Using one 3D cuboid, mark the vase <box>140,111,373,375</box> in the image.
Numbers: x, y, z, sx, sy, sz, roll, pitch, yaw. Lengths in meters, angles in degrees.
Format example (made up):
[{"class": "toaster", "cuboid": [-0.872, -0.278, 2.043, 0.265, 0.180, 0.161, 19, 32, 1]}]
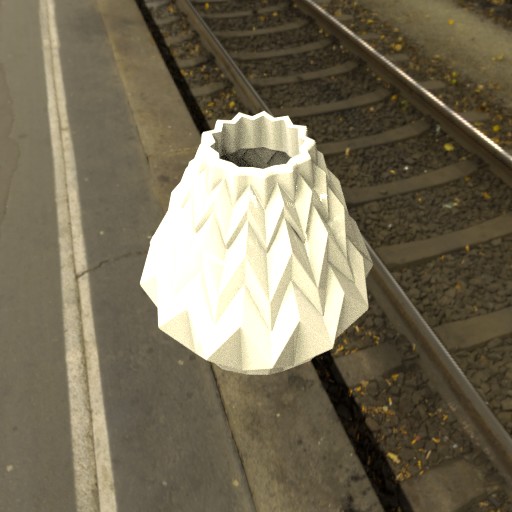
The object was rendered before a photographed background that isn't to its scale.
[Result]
[{"class": "vase", "cuboid": [0.000, 0.000, 0.309, 0.164, 0.185, 0.164, 0, 47, 0]}]
